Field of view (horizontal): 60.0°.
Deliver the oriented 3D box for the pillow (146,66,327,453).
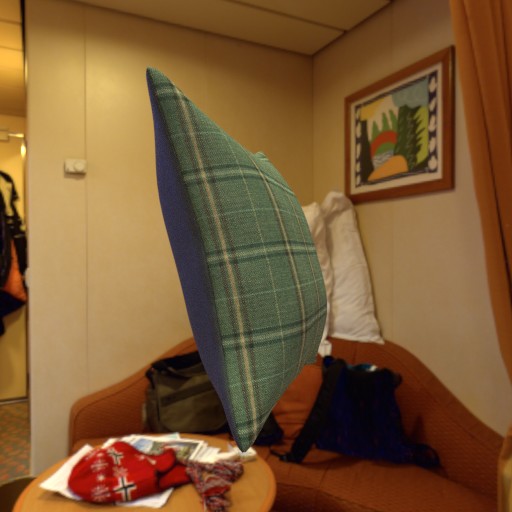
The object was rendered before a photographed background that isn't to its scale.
[{"bbox_3d":[0.000,0.000,0.694,0.200,0.430,0.453,0,0,17],"label":"pillow"}]
